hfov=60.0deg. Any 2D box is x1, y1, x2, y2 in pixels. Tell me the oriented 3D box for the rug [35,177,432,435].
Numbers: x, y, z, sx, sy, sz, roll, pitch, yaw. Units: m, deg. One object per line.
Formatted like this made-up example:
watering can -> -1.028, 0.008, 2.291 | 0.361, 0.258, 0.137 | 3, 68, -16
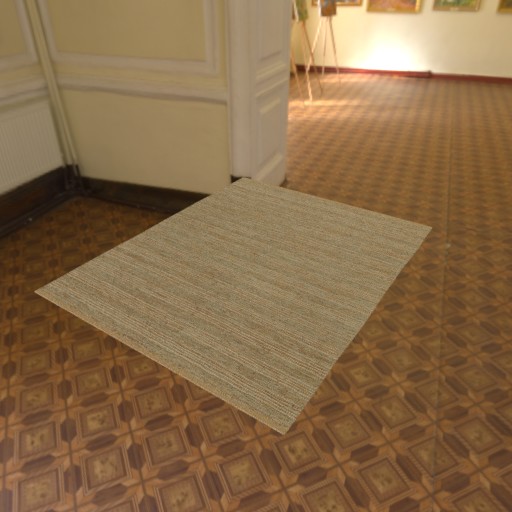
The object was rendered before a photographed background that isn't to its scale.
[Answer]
rug -> 0.000, 0.000, 4.213 | 2.471, 0.012, 3.034 | 20, 37, 28
